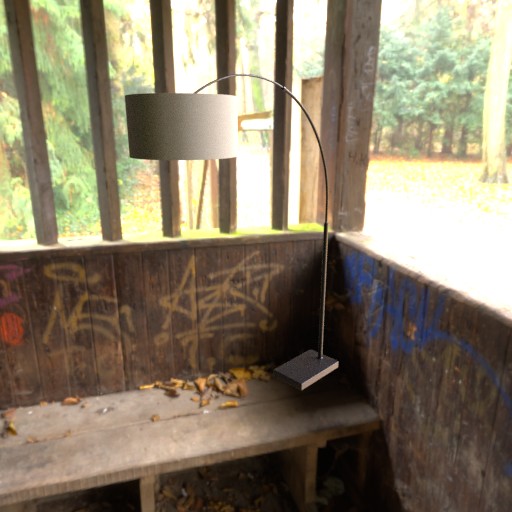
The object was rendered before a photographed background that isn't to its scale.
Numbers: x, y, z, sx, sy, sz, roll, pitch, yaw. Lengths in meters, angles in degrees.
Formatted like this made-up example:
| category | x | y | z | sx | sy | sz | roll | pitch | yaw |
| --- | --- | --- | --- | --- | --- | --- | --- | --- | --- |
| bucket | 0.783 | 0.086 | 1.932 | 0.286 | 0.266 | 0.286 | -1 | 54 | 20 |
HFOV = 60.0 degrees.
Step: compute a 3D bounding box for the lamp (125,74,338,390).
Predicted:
| category | x | y | z | sx | sy | sz | roll | pitch | yaw |
| --- | --- | --- | --- | --- | --- | --- | --- | --- | --- |
| lamp | 0.000 | 0.000 | 2.535 | 1.424 | 1.927 | 0.493 | -16 | 23 | -42 |
